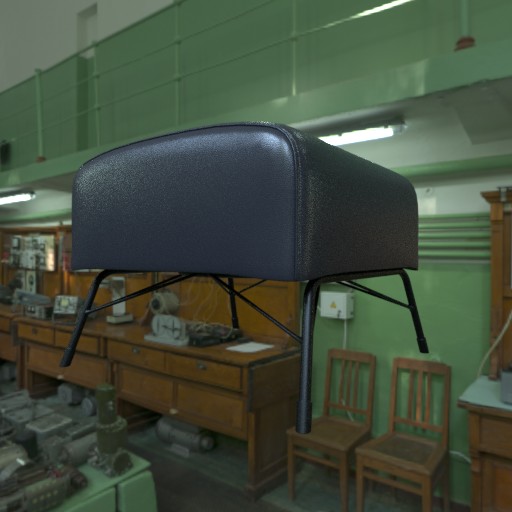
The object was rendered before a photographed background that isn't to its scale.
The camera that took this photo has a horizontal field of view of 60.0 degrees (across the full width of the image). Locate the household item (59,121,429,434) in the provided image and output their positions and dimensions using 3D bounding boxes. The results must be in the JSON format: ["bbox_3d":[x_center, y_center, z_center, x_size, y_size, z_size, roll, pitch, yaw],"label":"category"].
[{"bbox_3d":[0.000,0.000,0.882,0.530,0.410,0.530,0,1,36],"label":"household item"}]
